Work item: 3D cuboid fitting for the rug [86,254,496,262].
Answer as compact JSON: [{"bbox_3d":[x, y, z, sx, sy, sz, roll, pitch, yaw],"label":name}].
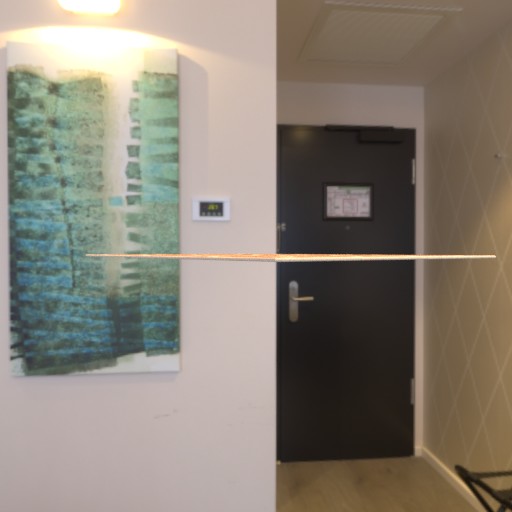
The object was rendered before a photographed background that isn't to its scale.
[{"bbox_3d":[0.000,0.000,2.853,1.526,0.014,2.290,0,1,-36],"label":"rug"}]
